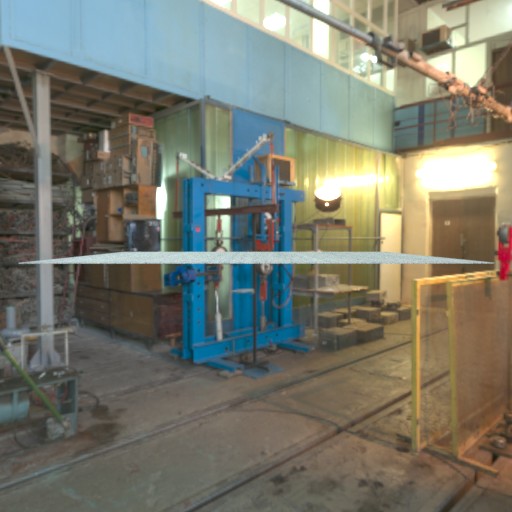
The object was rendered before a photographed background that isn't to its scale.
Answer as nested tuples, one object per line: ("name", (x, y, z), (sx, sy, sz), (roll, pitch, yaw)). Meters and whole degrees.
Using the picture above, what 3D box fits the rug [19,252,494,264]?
("rug", (0.000, 0.000, 4.198), (3.197, 0.006, 2.438), (0, 2, 0))
